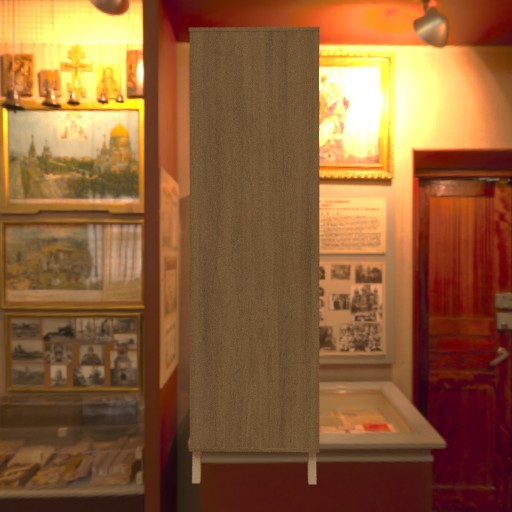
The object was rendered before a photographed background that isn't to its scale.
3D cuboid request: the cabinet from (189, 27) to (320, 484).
[{"bbox_3d":[0.000,0.000,2.440,0.571,1.999,1.006,0,0,1],"label":"cabinet"}]
